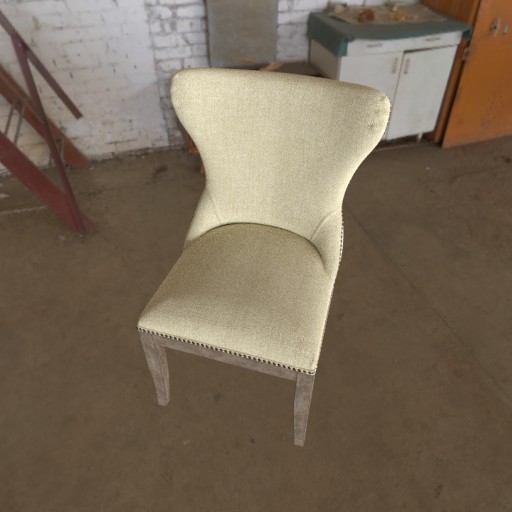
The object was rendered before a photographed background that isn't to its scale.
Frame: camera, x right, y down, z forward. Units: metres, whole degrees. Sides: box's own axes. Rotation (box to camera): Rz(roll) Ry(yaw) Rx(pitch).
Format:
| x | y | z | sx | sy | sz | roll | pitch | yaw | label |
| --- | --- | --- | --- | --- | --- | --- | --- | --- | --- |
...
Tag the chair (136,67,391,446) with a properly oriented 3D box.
| x | y | z | sx | sy | sz | roll | pitch | yaw | label |
| --- | --- | --- | --- | --- | --- | --- | --- | --- | --- |
| 0.000 | 0.000 | 1.447 | 0.654 | 1.002 | 0.681 | 12 | 43 | 13 | chair |
